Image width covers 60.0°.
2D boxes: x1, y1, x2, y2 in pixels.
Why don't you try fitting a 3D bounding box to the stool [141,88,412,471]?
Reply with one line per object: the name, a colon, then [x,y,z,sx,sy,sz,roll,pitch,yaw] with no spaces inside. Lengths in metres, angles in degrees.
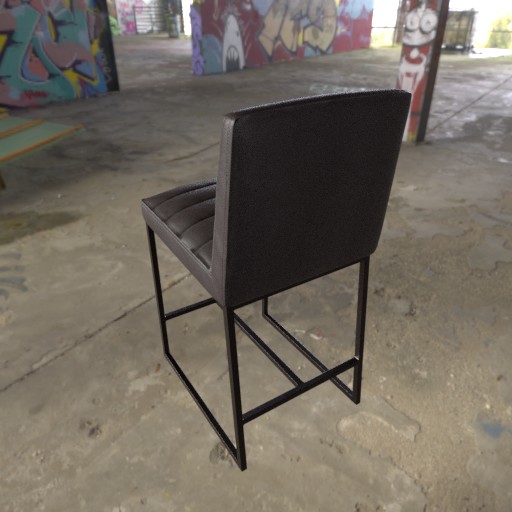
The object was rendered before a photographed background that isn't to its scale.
stool: [0.000,0.000,1.253,0.463,0.946,0.562,-18,35,-28]
